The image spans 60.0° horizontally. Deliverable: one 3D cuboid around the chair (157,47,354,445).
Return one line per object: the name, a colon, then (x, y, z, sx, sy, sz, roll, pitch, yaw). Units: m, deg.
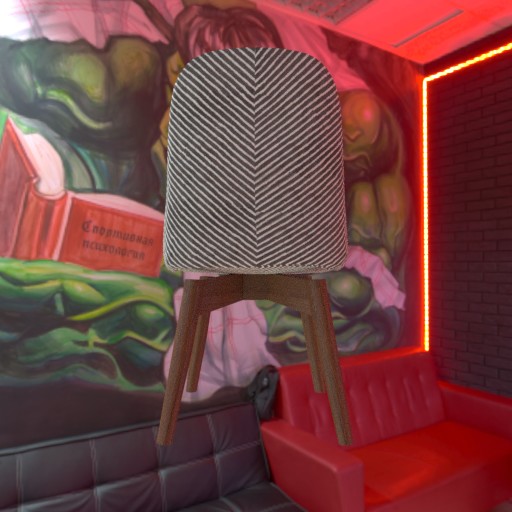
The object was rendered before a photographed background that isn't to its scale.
chair: (0.000, 0.000, 1.228, 0.504, 0.883, 0.591, 0, -1, 0)
